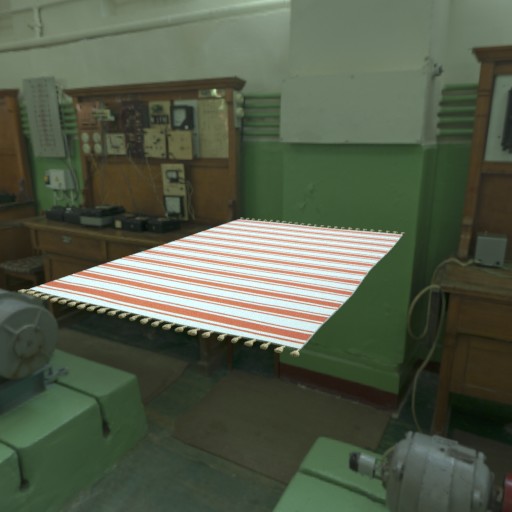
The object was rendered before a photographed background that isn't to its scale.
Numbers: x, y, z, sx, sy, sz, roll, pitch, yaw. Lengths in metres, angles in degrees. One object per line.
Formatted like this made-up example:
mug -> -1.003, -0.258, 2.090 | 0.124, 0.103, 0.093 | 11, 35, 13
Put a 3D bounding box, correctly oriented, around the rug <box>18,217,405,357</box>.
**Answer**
rug -> 0.000, 0.000, 2.990 | 1.556, 0.022, 2.433 | 8, 17, 26
